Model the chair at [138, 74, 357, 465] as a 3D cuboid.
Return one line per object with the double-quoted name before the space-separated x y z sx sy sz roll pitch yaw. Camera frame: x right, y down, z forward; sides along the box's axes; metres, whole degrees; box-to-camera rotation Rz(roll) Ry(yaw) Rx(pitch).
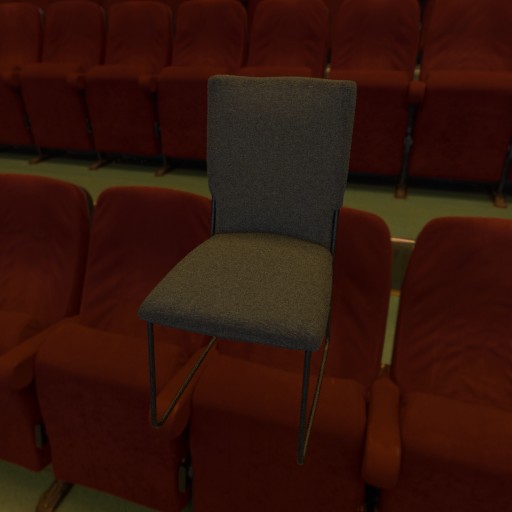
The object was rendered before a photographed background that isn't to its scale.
"chair" 0.000 0.000 1.294 0.480 0.931 0.635 8 28 15
